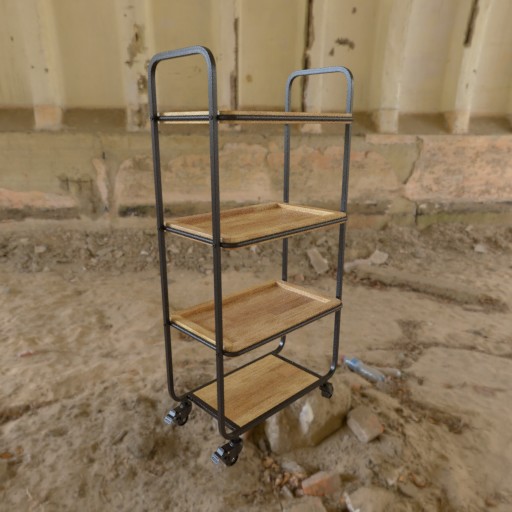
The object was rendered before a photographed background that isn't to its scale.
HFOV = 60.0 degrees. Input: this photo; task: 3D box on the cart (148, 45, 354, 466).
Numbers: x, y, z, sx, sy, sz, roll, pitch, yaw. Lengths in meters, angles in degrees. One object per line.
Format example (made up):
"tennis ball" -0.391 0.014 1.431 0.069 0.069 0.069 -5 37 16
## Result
"cart" 0.000 0.000 1.327 0.545 1.080 0.321 -15 22 -42
